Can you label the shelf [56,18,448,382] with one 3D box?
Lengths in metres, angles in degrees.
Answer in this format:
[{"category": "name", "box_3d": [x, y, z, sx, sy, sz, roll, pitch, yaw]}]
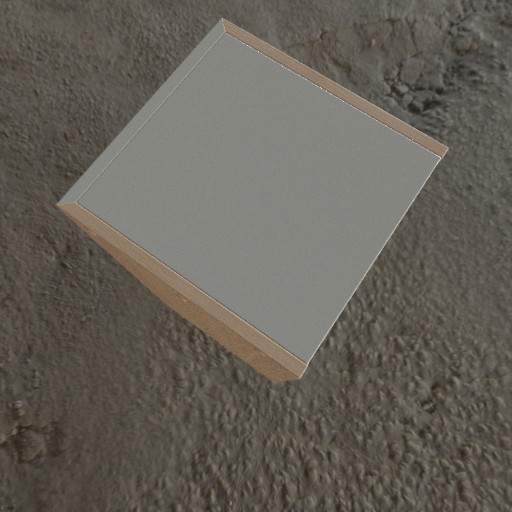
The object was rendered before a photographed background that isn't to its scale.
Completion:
[{"category": "shelf", "box_3d": [0.000, 0.000, 0.744, 0.297, 0.594, 0.290, 34, 77, 9]}]
